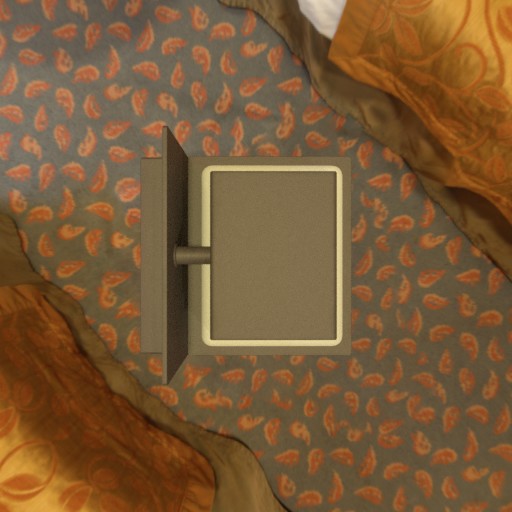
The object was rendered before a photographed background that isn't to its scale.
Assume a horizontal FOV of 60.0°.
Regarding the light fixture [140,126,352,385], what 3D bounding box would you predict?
[{"bbox_3d":[0.000,0.000,0.433,0.146,0.347,0.153,0,90,0],"label":"light fixture"}]
